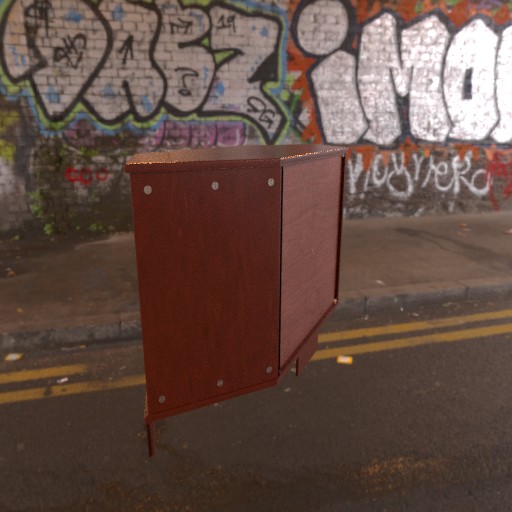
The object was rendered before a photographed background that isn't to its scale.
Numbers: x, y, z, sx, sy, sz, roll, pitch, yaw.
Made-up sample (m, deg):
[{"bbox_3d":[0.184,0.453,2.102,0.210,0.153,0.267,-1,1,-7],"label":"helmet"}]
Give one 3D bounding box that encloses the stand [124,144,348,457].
[{"bbox_3d":[0.000,0.000,1.321,0.381,0.614,1.072,7,18,24],"label":"stand"}]
